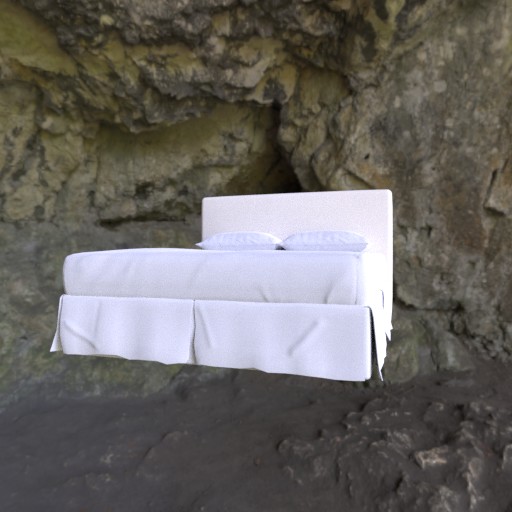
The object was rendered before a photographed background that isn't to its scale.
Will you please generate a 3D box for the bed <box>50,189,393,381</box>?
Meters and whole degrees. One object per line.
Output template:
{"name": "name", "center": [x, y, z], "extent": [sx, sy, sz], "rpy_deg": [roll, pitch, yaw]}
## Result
{"name": "bed", "center": [0.000, 0.000, 3.641], "extent": [2.119, 1.317, 2.341], "rpy_deg": [0, 0, 19]}
